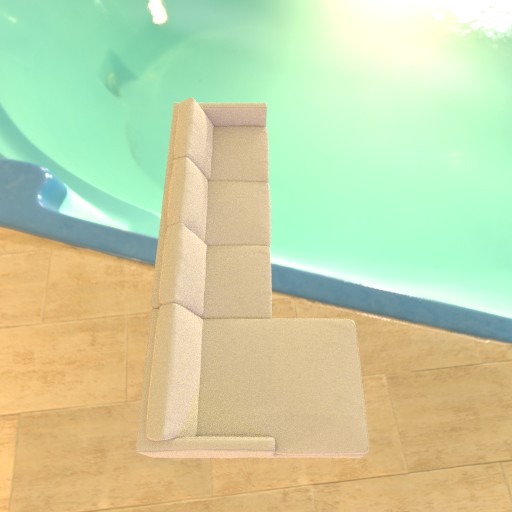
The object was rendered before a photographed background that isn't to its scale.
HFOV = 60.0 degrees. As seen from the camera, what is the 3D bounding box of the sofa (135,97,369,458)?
[{"bbox_3d":[0.000,0.000,3.866,1.625,0.846,3.186,0,62,0],"label":"sofa"}]
